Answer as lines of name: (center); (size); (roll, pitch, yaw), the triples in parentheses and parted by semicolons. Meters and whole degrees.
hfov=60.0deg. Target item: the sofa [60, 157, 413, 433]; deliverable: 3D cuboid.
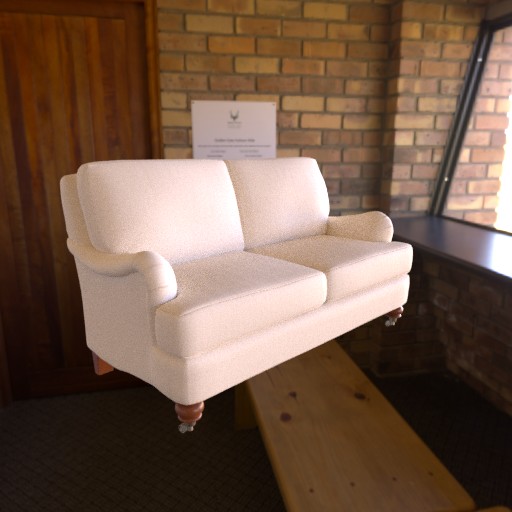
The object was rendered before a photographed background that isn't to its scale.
sofa: (0.000, 0.000, 2.574); (1.853, 1.101, 1.084); (-13, 18, -42)
